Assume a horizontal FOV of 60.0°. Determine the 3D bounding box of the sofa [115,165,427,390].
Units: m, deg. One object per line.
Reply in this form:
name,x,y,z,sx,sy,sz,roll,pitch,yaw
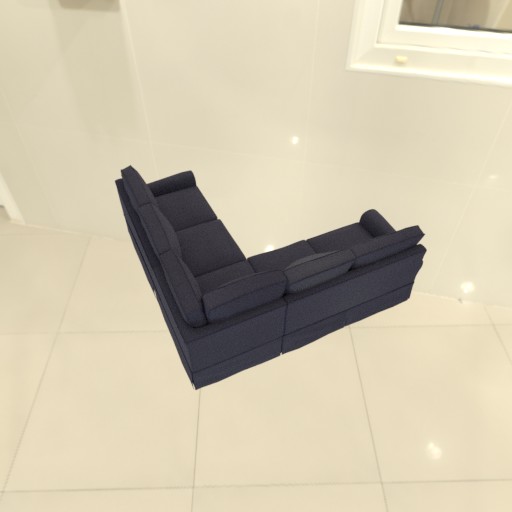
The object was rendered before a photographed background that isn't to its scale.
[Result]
sofa,0.000,0.000,5.102,3.773,1.169,2.874,4,46,4
